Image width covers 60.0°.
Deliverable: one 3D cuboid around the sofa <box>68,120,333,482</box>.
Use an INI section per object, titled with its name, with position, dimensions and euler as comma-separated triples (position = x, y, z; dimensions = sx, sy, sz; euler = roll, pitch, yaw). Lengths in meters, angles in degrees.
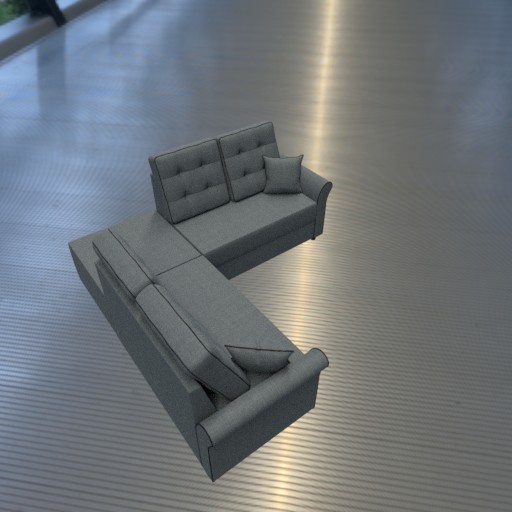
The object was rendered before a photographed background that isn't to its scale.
[sofa]
position = 0.000, 0.000, 3.206
dimensions = 2.070, 0.988, 2.068
euler = -26, 47, -27
